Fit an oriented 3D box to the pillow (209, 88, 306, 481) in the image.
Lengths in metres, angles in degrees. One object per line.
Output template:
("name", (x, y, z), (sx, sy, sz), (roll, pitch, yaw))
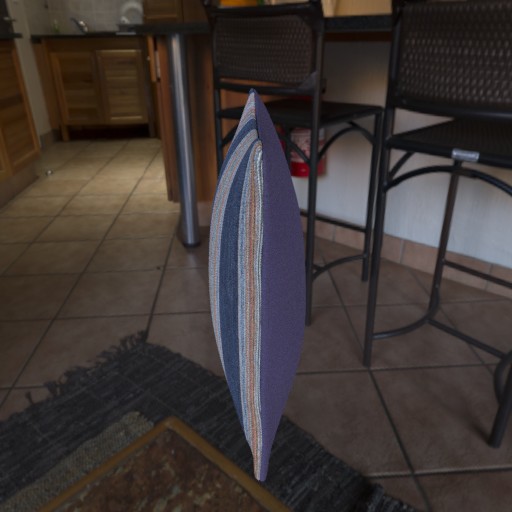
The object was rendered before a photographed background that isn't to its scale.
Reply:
("pillow", (0.000, 0.000, 0.648), (0.136, 0.419, 0.437), (-1, 27, -1))
